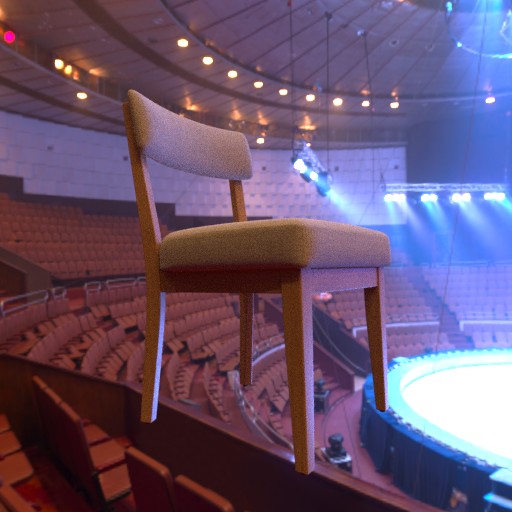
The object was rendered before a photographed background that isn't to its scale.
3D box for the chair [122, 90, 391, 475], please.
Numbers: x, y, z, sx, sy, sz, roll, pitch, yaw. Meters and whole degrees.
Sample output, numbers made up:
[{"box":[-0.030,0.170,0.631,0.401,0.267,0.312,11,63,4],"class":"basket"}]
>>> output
[{"box":[0.000,0.000,1.166,0.572,0.832,0.508,-1,-1,35],"class":"chair"}]
